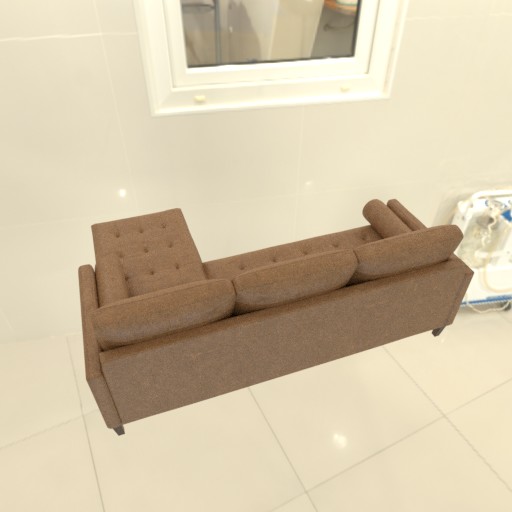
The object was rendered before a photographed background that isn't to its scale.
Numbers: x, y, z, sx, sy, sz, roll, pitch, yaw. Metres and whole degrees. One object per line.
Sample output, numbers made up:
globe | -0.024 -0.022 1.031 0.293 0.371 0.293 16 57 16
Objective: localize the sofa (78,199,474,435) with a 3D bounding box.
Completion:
sofa | 0.000 0.000 2.927 2.178 0.876 1.506 -13 42 -15
